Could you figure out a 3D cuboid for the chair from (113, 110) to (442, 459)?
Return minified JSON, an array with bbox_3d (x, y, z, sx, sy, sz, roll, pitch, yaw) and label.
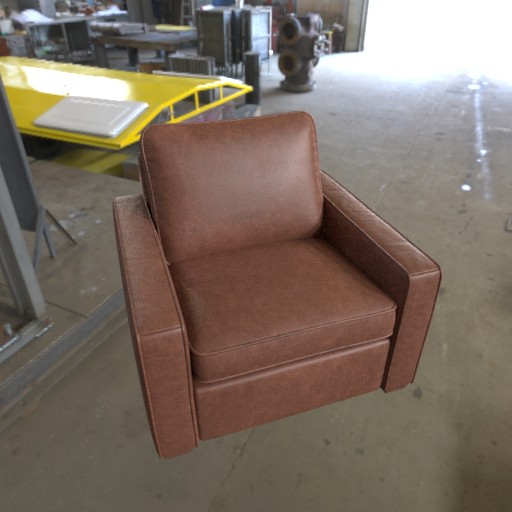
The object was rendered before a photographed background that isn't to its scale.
[{"bbox_3d":[0.000,0.000,1.720,1.017,0.919,0.940,-11,34,-16],"label":"chair"}]
